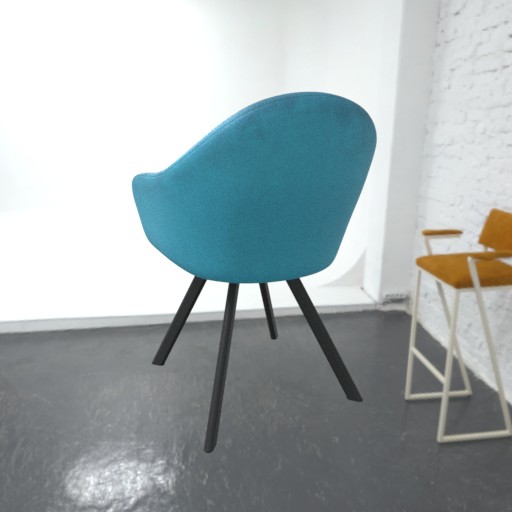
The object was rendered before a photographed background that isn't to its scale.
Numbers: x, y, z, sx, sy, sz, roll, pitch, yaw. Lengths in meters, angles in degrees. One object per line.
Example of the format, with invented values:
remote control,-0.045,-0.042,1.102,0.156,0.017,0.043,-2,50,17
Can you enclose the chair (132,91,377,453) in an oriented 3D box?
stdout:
chair,0.000,0.000,1.179,0.540,0.780,0.570,-8,16,-26
